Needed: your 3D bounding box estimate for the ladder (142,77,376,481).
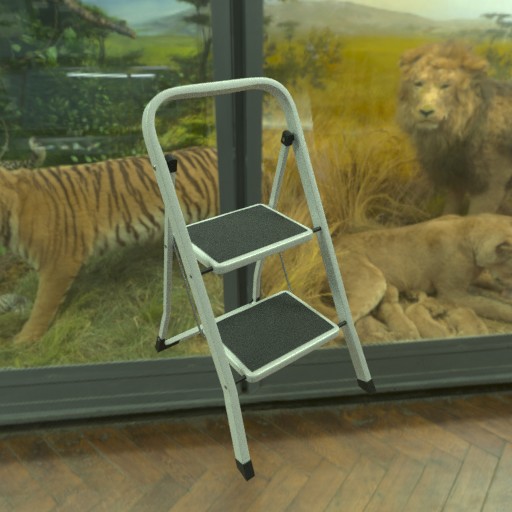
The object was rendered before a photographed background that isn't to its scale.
[{"bbox_3d":[0.000,0.000,1.140,0.460,0.810,0.544,-21,36,-31],"label":"ladder"}]
